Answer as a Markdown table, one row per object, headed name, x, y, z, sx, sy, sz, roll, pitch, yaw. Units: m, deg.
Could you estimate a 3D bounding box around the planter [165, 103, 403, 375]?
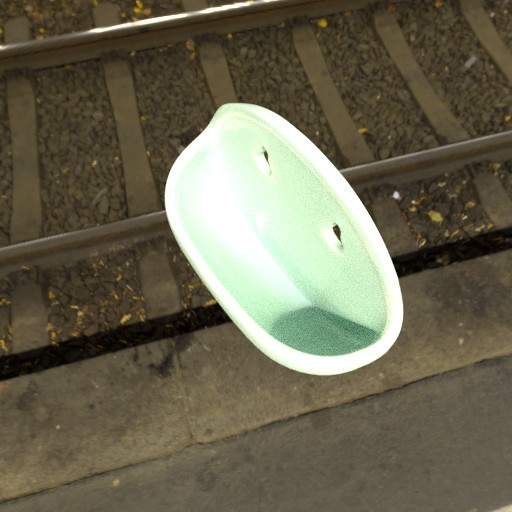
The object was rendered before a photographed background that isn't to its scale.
| name | x | y | z | sx | sy | sz | roll | pitch | yaw |
| --- | --- | --- | --- | --- | --- | --- | --- | --- | --- |
| planter | 0.000 | 0.000 | 0.282 | 0.073 | 0.164 | 0.189 | -34 | 69 | -15 |
